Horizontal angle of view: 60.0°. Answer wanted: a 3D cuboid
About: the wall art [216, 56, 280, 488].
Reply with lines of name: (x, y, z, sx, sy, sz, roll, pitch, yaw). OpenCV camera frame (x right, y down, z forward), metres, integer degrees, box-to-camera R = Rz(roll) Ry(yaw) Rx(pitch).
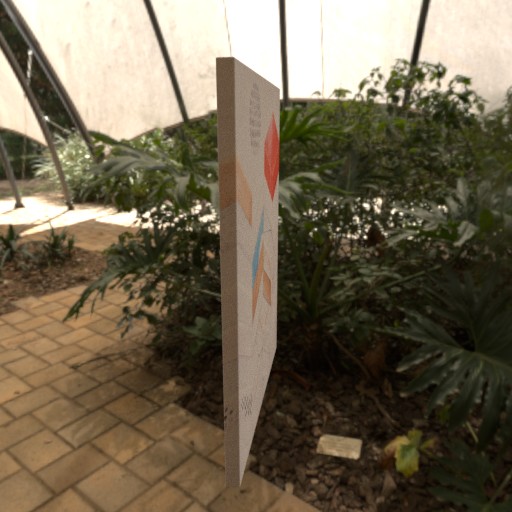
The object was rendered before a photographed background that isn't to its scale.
wall art: (0.000, 0.000, 1.350, 0.045, 1.014, 0.759, 3, 17, 9)
